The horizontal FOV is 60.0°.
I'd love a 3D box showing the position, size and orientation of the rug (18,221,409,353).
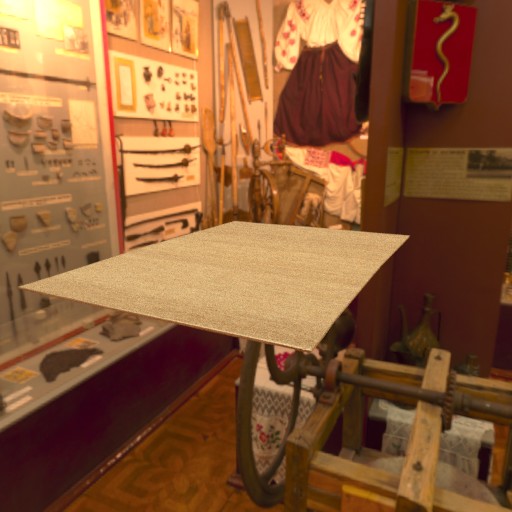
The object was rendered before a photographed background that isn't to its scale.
[{"bbox_3d":[0.000,0.000,2.903,1.596,0.030,2.283,7,16,26],"label":"rug"}]
